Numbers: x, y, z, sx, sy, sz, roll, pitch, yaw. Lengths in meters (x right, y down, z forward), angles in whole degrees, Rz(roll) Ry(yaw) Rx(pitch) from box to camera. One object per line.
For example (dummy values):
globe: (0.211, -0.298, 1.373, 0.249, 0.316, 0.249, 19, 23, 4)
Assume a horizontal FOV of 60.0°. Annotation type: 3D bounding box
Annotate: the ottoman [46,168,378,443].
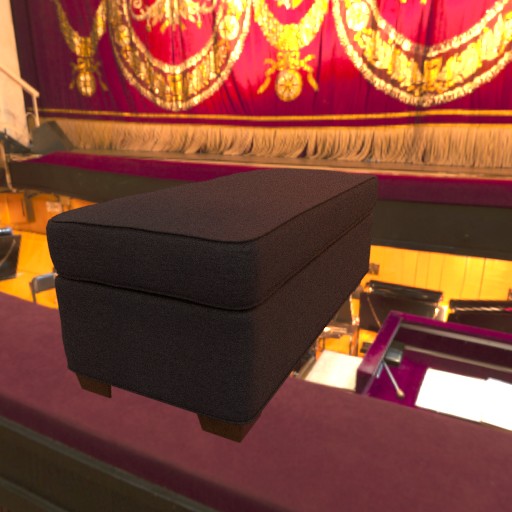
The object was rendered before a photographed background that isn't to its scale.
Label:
ottoman: (0.000, 0.000, 1.368, 0.515, 0.460, 1.110, 8, 19, 25)
